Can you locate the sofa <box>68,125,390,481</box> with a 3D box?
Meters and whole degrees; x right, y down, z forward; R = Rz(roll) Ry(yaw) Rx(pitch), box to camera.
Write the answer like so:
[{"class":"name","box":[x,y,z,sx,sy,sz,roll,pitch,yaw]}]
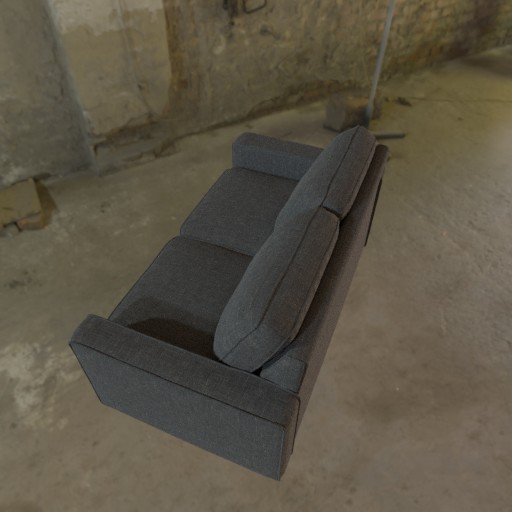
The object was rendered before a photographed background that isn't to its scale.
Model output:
[{"class":"sofa","box":[0.000,0.000,2.252,0.947,0.918,1.709,17,48,16]}]
